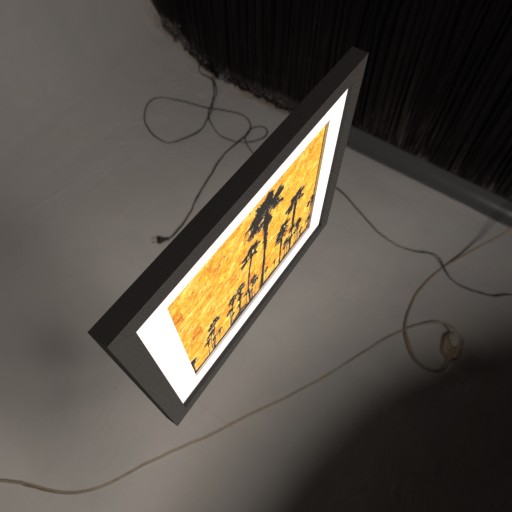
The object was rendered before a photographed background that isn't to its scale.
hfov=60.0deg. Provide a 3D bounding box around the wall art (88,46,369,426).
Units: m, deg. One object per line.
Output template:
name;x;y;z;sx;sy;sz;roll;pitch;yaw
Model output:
wall art;0.000;0.000;0.758;0.028;0.460;0.561;31;65;17
